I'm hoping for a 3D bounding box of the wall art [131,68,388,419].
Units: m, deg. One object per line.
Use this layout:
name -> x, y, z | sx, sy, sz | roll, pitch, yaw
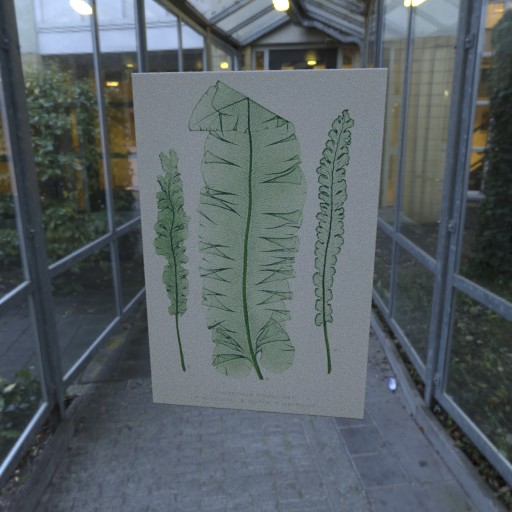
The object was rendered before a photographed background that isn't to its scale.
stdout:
wall art -> 0.000, 0.000, 1.180 | 0.610, 0.914, 0.038 | 2, 15, 7
